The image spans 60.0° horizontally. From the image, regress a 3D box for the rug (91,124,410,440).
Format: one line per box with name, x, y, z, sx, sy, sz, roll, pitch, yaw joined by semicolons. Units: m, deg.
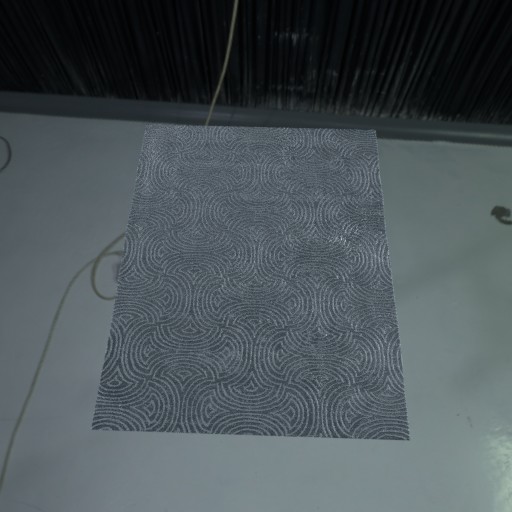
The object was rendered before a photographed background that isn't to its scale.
rug;0.000;0.000;4.048;2.456;0.021;3.042;2;64;1
